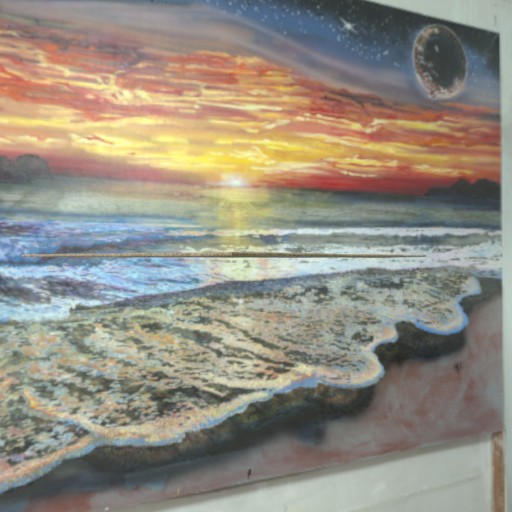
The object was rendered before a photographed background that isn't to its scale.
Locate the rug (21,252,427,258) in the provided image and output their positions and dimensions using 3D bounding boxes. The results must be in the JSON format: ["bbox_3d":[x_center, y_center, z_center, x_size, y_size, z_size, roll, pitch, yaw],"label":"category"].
[{"bbox_3d":[0.000,0.000,2.311,1.211,0.018,1.822,0,0,37],"label":"rug"}]
